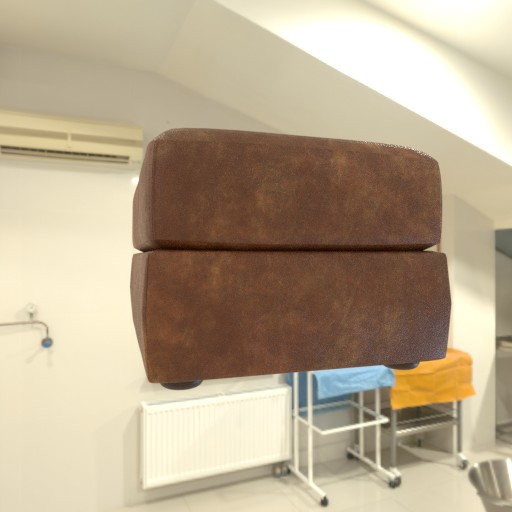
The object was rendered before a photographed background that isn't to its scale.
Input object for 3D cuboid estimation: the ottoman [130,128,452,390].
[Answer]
[{"bbox_3d":[0.000,0.000,1.135,0.603,0.476,0.751,0,0,-17],"label":"ottoman"}]
